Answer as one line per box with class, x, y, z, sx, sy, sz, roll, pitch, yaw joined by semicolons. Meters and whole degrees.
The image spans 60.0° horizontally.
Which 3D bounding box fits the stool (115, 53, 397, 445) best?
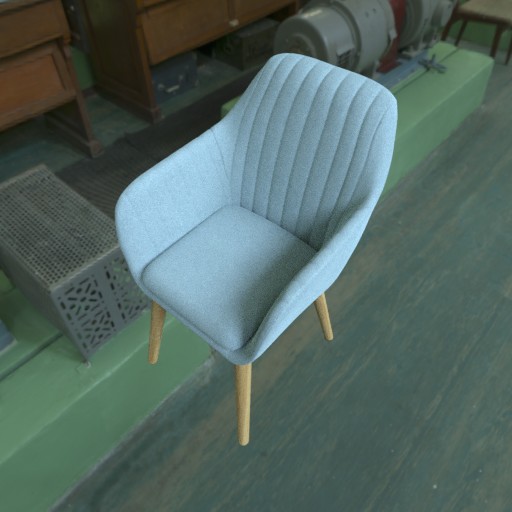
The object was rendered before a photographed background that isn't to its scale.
stool;0.000;0.000;1.187;0.503;0.830;0.590;32;55;26
